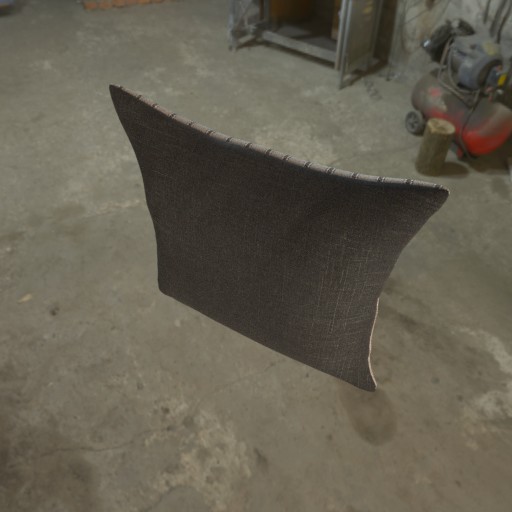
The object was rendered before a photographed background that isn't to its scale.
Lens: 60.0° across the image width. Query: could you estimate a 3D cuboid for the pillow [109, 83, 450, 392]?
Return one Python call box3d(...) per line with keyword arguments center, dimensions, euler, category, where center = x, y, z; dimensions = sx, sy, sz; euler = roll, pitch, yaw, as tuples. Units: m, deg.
box3d(center=(0.000, 0.000, 0.686), dimensions=(0.468, 0.444, 0.138), euler=(23, 50, 20), category="pillow")
